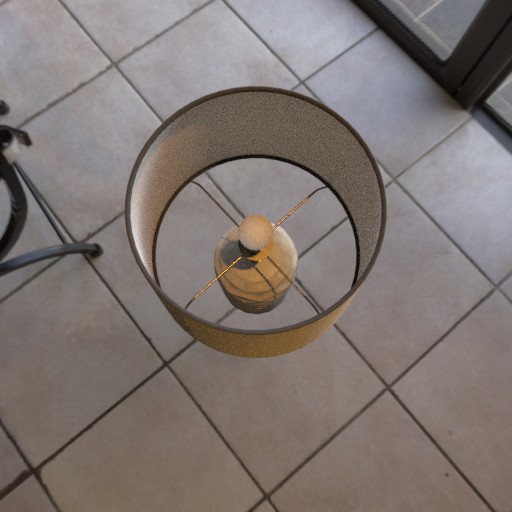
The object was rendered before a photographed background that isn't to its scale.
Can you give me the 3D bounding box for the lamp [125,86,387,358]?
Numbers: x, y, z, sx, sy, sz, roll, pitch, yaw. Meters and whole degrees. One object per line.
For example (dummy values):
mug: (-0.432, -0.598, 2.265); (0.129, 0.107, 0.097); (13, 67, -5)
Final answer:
lamp: (0.000, 0.000, 0.837); (0.376, 0.594, 0.376); (0, 77, 0)
